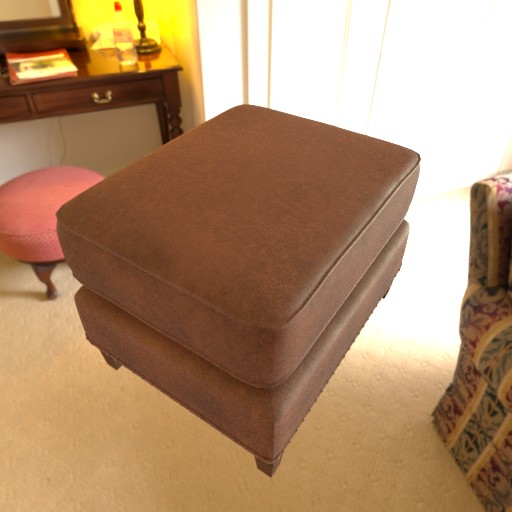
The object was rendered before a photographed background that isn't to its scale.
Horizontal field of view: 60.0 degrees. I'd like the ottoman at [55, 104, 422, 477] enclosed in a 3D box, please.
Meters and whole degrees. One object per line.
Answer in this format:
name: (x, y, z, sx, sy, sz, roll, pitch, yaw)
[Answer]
ottoman: (0.000, 0.000, 1.136, 0.589, 0.537, 0.738, 24, 47, 25)
